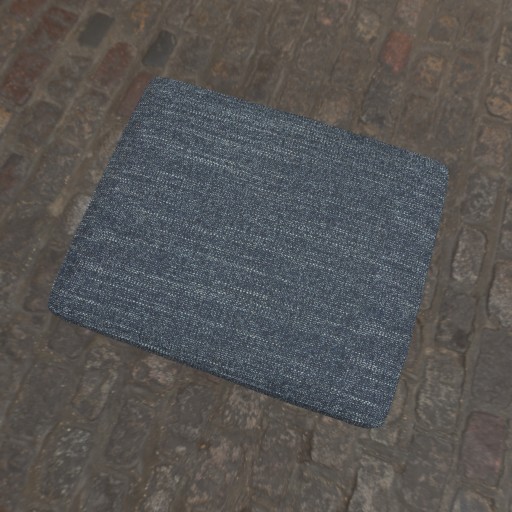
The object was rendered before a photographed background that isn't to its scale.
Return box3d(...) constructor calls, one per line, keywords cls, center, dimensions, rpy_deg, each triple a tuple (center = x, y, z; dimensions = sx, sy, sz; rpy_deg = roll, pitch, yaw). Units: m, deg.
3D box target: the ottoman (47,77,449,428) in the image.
box3d(cls="ottoman", center=(0.000, 0.000, 1.223), dimensions=(0.814, 0.491, 0.667), rpy_deg=(19, 76, 5))
